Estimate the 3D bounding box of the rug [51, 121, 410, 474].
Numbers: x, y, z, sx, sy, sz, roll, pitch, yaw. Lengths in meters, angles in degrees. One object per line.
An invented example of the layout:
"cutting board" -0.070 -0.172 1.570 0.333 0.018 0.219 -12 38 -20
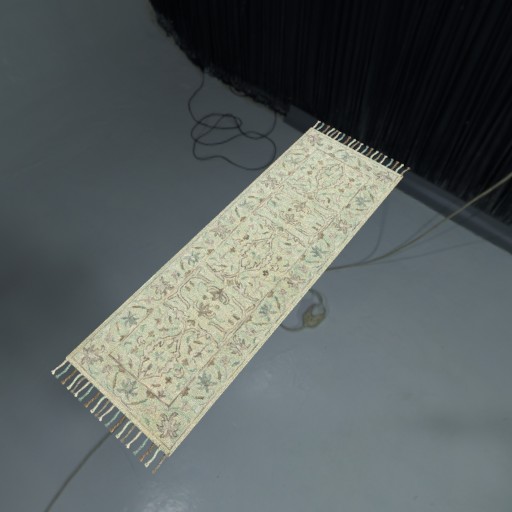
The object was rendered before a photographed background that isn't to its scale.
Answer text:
"rug" 0.000 0.000 2.670 0.769 0.013 2.440 34 64 19
